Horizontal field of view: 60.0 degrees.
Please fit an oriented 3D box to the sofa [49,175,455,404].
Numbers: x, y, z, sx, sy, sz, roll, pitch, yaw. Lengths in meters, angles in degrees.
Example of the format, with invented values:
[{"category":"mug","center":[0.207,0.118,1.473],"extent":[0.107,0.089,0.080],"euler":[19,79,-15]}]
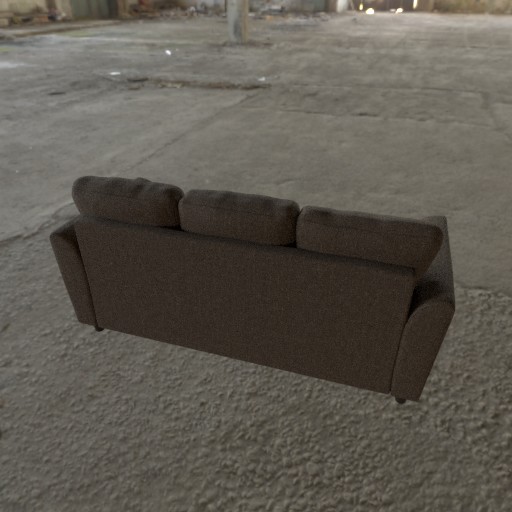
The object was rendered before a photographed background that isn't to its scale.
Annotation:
[{"category":"sofa","center":[0.000,0.000,2.327],"extent":[1.847,0.891,0.837],"euler":[9,32,15]}]
